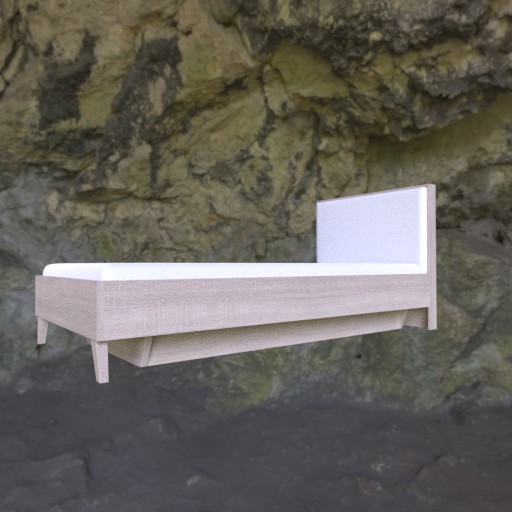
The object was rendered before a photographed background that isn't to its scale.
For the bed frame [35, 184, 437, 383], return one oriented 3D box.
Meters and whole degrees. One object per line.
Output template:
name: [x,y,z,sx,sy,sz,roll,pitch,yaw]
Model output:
bed frame: [0.000,0.000,2.573,2.140,0.920,0.990,1,-1,-37]
